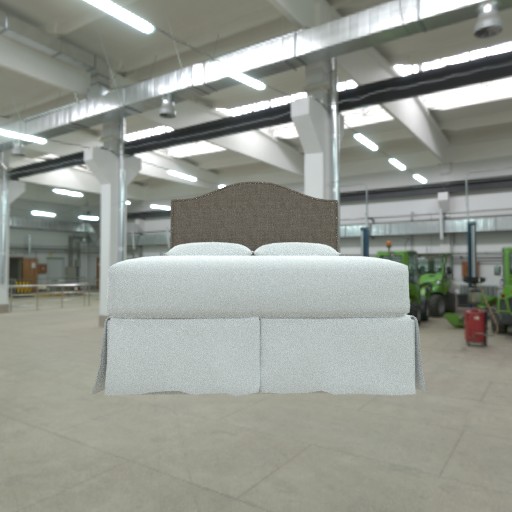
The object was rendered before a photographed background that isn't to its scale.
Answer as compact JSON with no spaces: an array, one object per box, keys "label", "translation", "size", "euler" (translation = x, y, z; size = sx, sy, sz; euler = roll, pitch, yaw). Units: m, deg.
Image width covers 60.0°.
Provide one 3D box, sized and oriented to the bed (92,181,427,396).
[{"label":"bed","translation":[0.000,0.000,3.307],"size":[1.713,1.518,2.153],"euler":[0,-2,-2]}]
